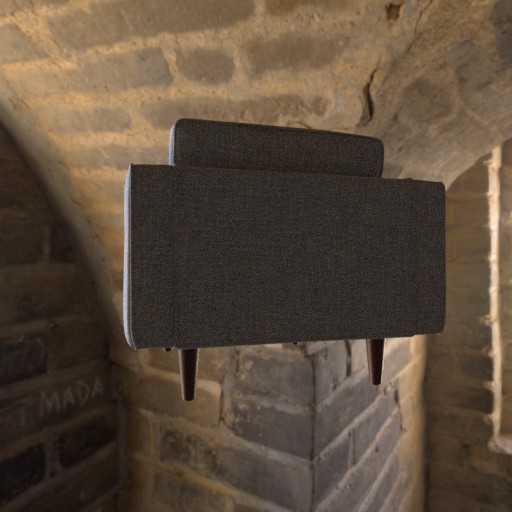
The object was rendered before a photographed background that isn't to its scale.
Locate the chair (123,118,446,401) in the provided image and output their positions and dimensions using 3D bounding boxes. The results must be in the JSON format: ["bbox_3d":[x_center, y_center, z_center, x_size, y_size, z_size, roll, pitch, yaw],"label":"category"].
[{"bbox_3d":[0.000,0.000,1.558,0.889,0.765,0.914,0,-1,-16],"label":"chair"}]
